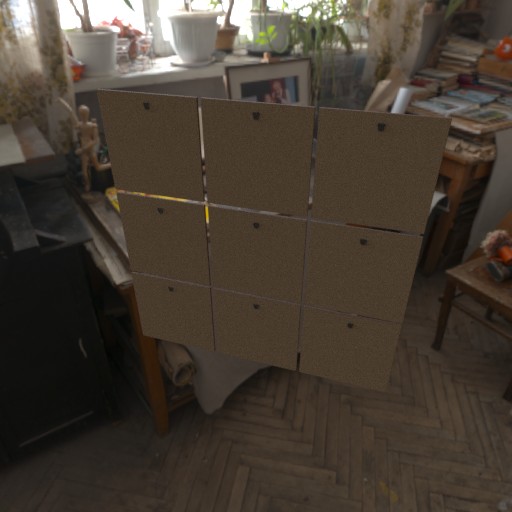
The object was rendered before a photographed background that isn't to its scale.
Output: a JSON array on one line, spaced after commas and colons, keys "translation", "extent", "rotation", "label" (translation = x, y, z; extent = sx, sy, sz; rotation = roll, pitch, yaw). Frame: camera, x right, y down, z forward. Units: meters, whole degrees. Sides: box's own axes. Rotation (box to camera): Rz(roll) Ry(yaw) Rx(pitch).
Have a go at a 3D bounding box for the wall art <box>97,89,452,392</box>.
[{"translation": [0.000, 0.000, 2.267], "extent": [1.533, 1.532, 0.019], "rotation": [10, 35, 15], "label": "wall art"}]
